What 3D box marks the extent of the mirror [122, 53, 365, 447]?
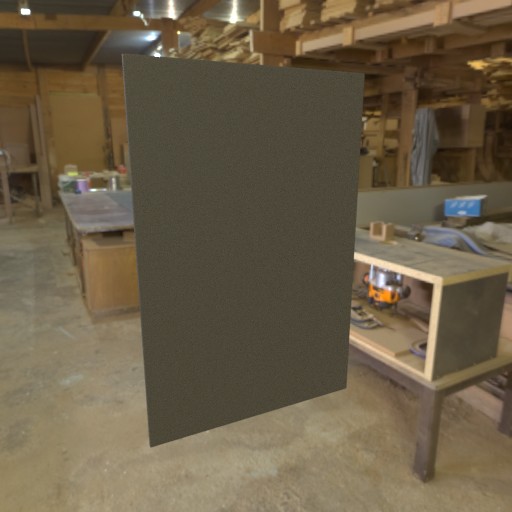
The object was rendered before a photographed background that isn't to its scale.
[{"bbox_3d":[0.000,0.000,1.146,0.613,0.914,0.039,-7,16,-26],"label":"mirror"}]
